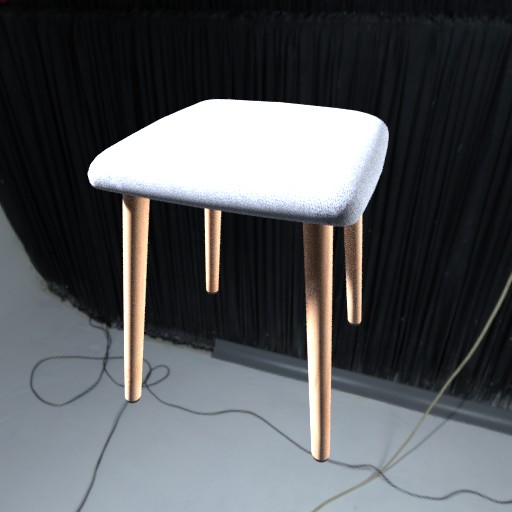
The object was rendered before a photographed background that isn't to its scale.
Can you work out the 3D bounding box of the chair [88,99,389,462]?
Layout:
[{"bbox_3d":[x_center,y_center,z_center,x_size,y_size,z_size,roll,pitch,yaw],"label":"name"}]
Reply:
[{"bbox_3d":[0.000,0.000,0.715,0.350,0.440,0.350,11,33,17],"label":"chair"}]
